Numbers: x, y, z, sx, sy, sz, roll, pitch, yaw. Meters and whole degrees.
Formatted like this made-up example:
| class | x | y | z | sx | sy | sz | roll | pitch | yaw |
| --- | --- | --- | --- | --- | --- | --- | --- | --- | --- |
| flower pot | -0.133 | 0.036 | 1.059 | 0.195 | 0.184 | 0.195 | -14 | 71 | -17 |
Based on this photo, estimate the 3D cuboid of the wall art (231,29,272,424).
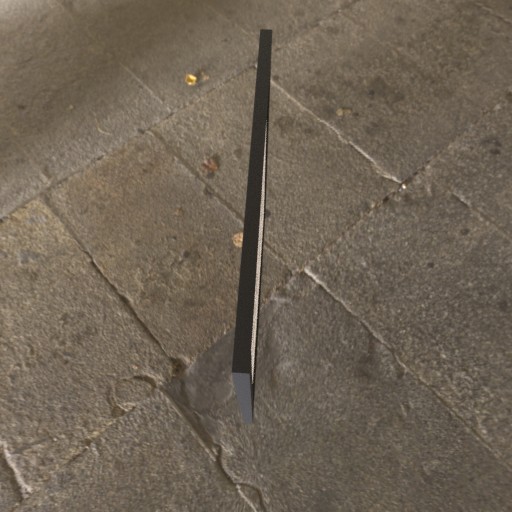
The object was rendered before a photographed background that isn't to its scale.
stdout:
| class | x | y | z | sx | sy | sz | roll | pitch | yaw |
| --- | --- | --- | --- | --- | --- | --- | --- | --- | --- |
| wall art | 0.000 | 0.000 | 0.546 | 0.013 | 0.356 | 0.356 | 3 | 64 | 2 |
